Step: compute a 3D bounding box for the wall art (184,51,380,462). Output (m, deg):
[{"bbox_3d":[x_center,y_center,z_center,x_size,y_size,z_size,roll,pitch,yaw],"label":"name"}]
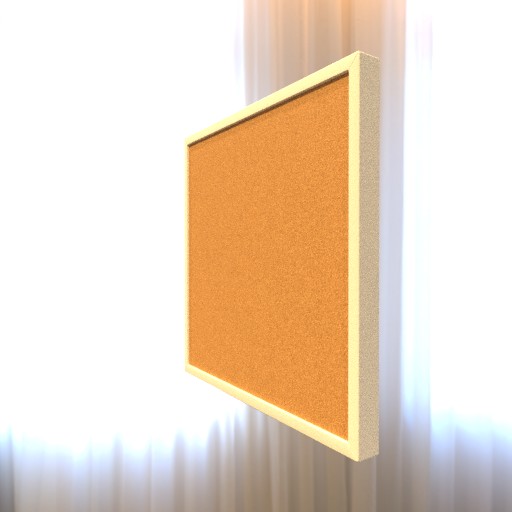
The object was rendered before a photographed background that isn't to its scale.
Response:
[{"bbox_3d":[0.000,0.000,0.765,0.038,0.508,0.508,0,1,-34],"label":"wall art"}]
